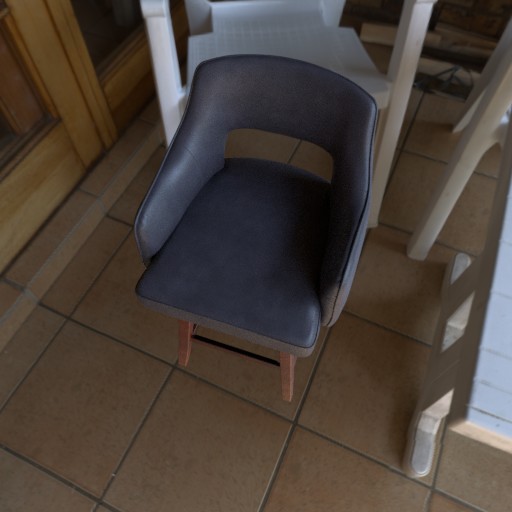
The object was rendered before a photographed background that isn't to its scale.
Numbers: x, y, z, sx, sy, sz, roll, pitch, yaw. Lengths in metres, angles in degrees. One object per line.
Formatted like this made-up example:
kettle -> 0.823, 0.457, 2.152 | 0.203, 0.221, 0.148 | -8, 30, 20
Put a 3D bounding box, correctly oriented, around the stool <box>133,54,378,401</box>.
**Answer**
stool -> 0.000, 0.000, 1.298 | 0.550, 0.936, 0.560 | 16, 60, 9
